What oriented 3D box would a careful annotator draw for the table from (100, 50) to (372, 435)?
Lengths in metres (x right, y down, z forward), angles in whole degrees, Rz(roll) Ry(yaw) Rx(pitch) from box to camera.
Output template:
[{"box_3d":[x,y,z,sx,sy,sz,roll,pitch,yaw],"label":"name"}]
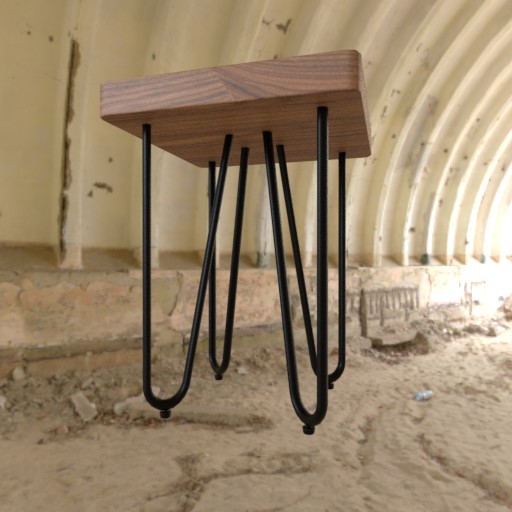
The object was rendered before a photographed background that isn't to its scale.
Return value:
[{"box_3d":[0.000,0.000,0.979,0.480,0.641,0.479,0,-1,17],"label":"table"}]
